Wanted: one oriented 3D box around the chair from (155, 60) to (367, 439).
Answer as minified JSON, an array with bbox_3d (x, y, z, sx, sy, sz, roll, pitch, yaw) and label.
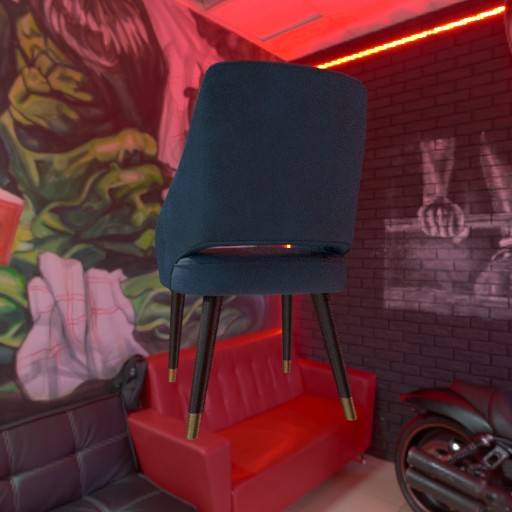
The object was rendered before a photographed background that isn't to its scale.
[{"bbox_3d":[0.000,0.000,1.610,0.683,1.081,0.794,0,1,-17],"label":"chair"}]
